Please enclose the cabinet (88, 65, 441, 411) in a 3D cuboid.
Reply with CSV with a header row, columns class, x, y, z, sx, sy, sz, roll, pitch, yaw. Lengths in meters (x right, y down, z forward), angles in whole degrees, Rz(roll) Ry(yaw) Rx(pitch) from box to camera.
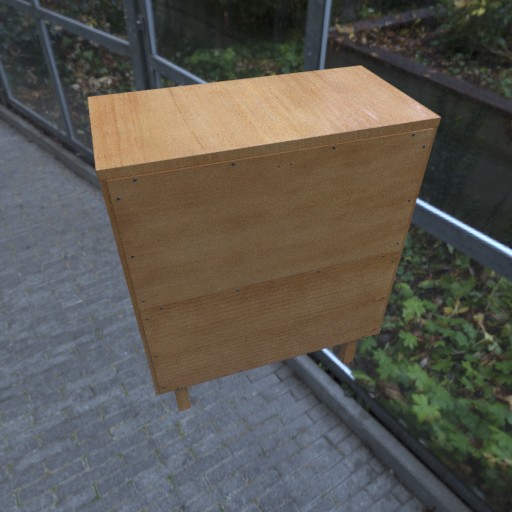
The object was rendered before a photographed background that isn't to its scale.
class,x,y,z,sx,sy,sz,roll,pitch,yaw
cabinet,0.000,0.000,1.442,0.800,1.001,0.419,-12,42,-14
